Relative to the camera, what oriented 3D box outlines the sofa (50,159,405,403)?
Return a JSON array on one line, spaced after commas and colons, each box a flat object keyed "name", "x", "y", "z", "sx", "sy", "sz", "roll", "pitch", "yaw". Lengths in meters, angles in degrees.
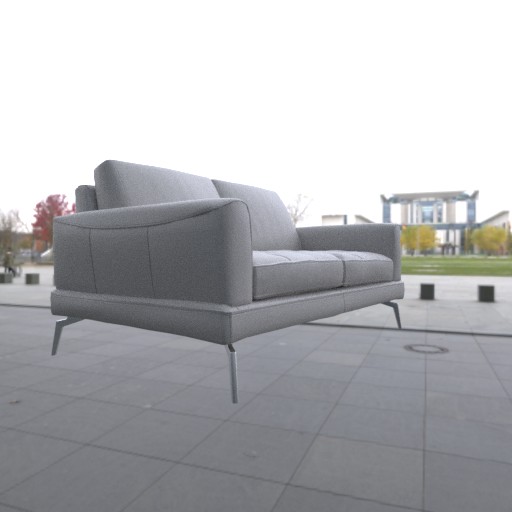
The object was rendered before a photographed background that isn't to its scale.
[{"name": "sofa", "x": 0.000, "y": 0.000, "z": 2.449, "sx": 1.121, "sy": 0.930, "sz": 1.819, "roll": 0, "pitch": 1, "yaw": 36}]
